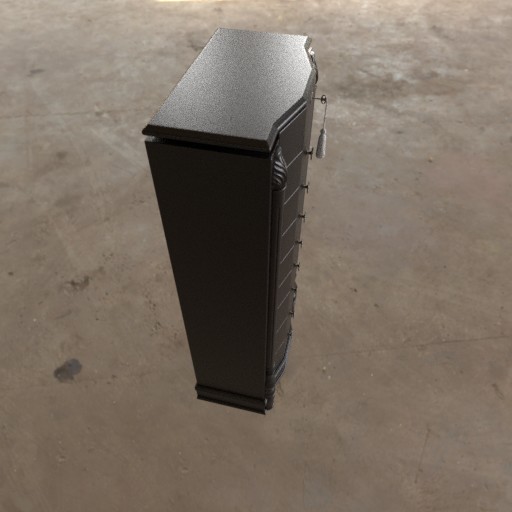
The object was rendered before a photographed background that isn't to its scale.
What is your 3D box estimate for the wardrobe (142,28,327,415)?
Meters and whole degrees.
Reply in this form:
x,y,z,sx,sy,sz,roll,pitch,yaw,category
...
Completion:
x,y,z,sx,sy,sz,roll,pitch,yaw,category
0.000,0.000,1.209,0.295,1.011,0.444,10,49,9,wardrobe
